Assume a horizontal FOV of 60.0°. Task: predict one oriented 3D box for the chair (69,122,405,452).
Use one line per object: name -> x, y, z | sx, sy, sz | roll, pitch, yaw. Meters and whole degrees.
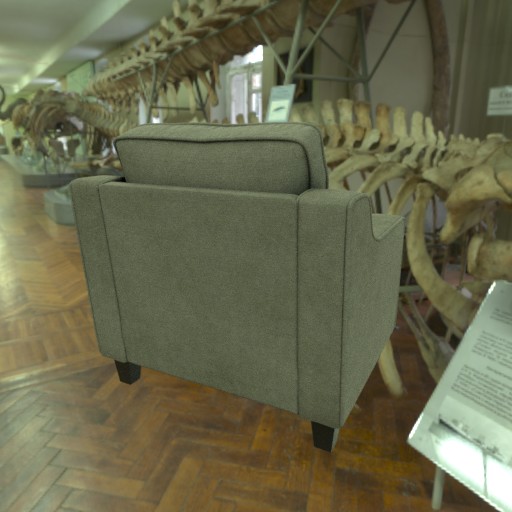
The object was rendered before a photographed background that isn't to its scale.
chair -> 0.000, 0.000, 1.644 | 0.926, 0.944, 0.840 | 8, 18, 26
